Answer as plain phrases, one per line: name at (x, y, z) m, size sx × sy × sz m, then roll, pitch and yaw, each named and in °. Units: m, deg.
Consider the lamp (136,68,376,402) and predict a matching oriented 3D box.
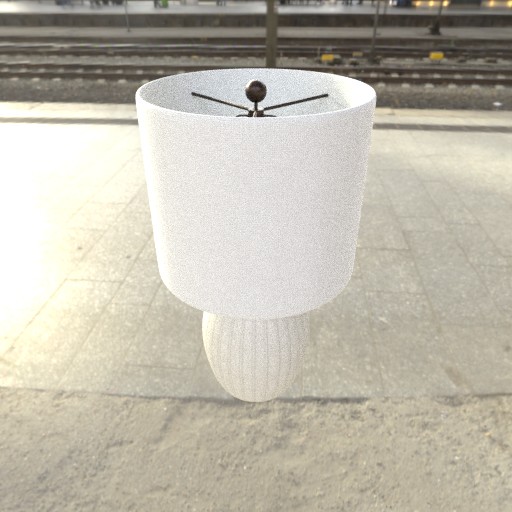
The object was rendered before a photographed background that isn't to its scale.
lamp at (0.000, 0.000, 0.759) m, size 0.328 × 0.570 × 0.328 m, roll 0°, pitch 32°, yaw 0°
